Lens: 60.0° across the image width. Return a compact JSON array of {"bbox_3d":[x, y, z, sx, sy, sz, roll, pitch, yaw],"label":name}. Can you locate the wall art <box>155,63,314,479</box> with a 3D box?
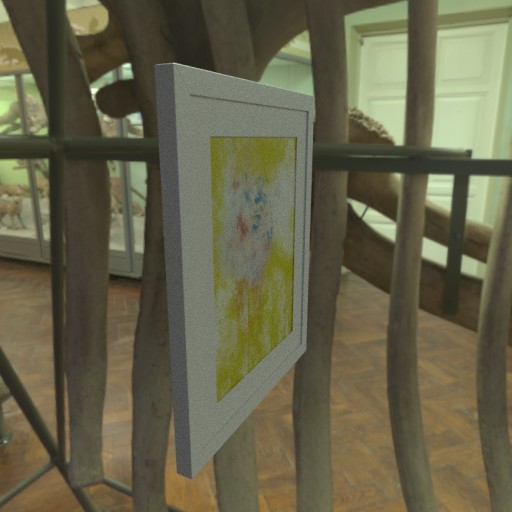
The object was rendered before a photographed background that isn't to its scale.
[{"bbox_3d":[0.000,0.000,0.766,0.028,0.556,0.454,8,17,26],"label":"wall art"}]
